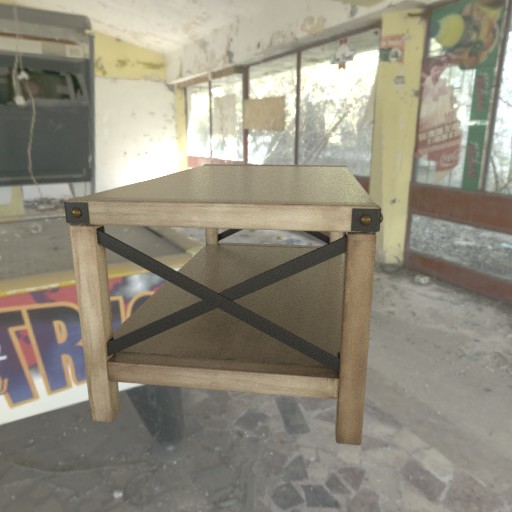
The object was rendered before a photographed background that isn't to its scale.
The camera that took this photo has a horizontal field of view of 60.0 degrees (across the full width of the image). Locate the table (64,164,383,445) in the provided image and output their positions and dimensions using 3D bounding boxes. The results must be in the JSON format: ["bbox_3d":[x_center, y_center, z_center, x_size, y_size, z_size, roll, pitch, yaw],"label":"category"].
[{"bbox_3d":[0.000,0.000,1.282,0.559,0.456,1.016,2,15,8],"label":"table"}]
